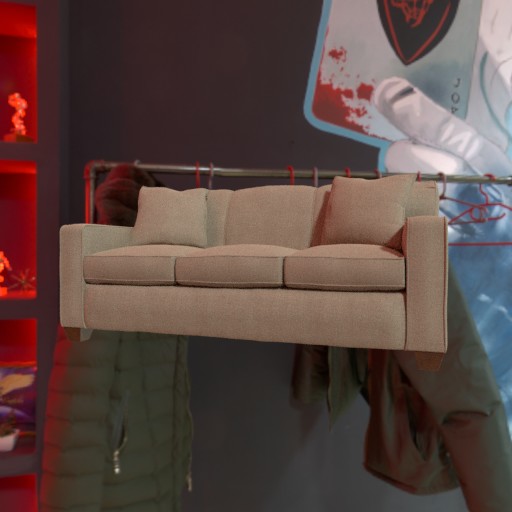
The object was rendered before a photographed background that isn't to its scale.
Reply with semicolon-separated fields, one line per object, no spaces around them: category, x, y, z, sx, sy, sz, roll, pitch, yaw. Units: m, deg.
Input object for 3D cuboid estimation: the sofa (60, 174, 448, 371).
sofa;0.000;0.000;2.584;2.024;0.958;0.997;0;1;19
